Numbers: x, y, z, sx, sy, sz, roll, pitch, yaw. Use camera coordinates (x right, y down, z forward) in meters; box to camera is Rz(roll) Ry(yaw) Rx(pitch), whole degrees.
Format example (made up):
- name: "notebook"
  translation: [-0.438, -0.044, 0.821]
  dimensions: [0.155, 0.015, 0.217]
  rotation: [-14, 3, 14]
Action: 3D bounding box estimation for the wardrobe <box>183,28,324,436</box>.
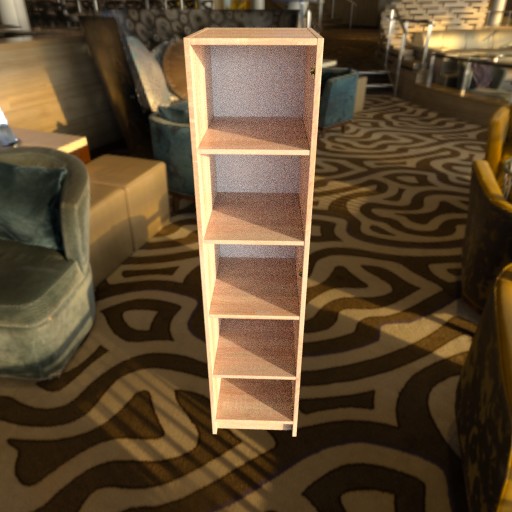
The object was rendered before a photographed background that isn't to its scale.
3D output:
- name: "wardrobe"
  translation: [0.000, 0.000, 2.345]
  dimensions: [0.496, 2.117, 0.588]
  rotation: [1, 30, 2]
